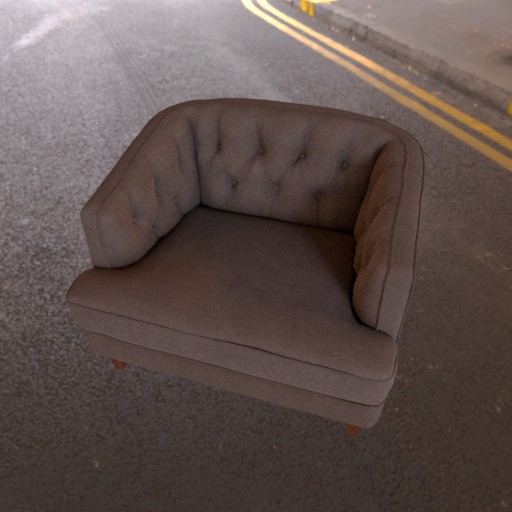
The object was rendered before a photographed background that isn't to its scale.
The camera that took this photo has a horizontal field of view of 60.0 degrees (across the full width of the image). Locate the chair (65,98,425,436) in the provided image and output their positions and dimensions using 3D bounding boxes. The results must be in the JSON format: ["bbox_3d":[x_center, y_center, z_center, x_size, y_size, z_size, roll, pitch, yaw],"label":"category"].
[{"bbox_3d":[0.000,0.000,1.697,1.104,0.852,0.941,11,42,13],"label":"chair"}]
